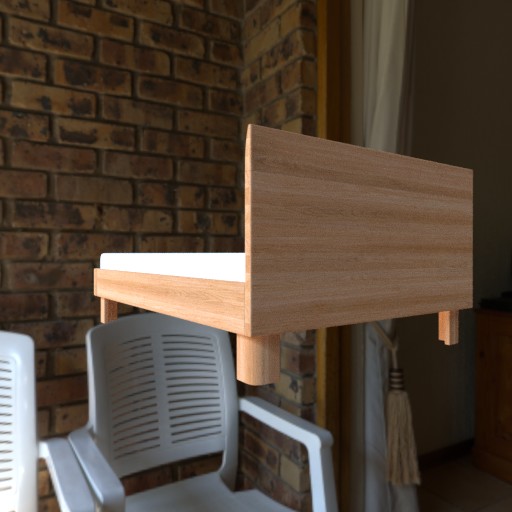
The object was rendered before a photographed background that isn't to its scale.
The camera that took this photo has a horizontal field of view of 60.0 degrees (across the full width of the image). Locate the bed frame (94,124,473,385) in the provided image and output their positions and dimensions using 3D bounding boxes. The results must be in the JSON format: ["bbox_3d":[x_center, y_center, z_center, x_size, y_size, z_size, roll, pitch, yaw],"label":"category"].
[{"bbox_3d":[0.000,0.000,2.788,1.472,0.940,1.992,0,0,-36],"label":"bed frame"}]
